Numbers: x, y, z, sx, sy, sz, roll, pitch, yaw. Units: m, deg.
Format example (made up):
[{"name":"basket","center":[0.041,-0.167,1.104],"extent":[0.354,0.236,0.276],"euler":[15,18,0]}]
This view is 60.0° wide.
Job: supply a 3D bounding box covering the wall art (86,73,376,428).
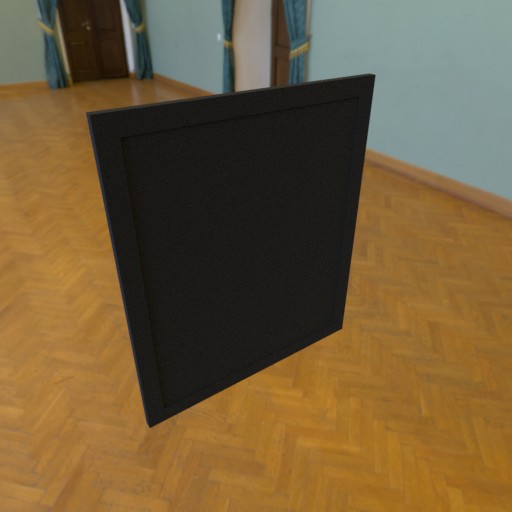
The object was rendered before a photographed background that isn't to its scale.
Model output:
[{"name":"wall art","center":[0.000,0.000,0.506],"extent":[0.311,0.361,0.010],"euler":[-20,37,-29]}]
